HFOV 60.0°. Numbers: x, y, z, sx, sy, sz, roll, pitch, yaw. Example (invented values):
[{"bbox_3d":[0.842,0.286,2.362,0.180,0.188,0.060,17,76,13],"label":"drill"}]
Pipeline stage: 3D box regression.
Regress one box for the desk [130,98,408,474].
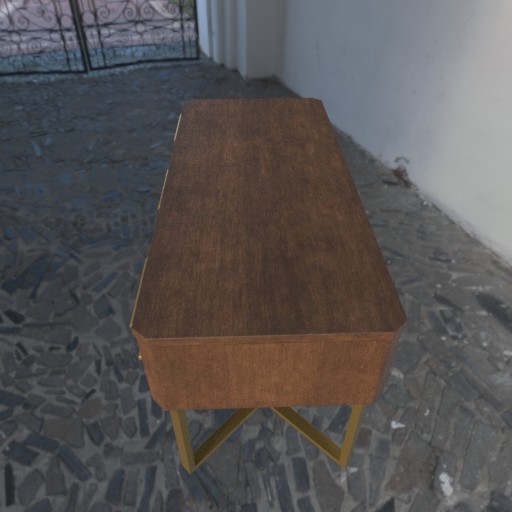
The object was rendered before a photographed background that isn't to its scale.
[{"bbox_3d":[0.000,0.000,1.840,0.684,0.762,1.479,-1,40,-2],"label":"desk"}]
